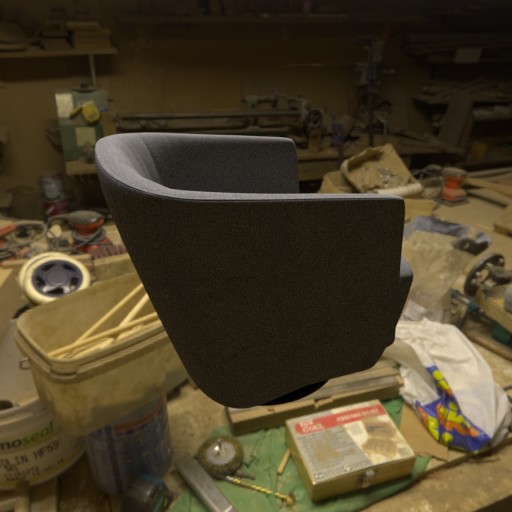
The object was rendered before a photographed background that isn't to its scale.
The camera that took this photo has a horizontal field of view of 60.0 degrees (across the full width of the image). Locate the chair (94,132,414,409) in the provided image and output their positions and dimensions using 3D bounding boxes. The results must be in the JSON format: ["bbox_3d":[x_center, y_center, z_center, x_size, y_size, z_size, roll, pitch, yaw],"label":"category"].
[{"bbox_3d":[0.000,0.000,1.609,0.986,0.861,0.822,-10,29,-18],"label":"chair"}]
